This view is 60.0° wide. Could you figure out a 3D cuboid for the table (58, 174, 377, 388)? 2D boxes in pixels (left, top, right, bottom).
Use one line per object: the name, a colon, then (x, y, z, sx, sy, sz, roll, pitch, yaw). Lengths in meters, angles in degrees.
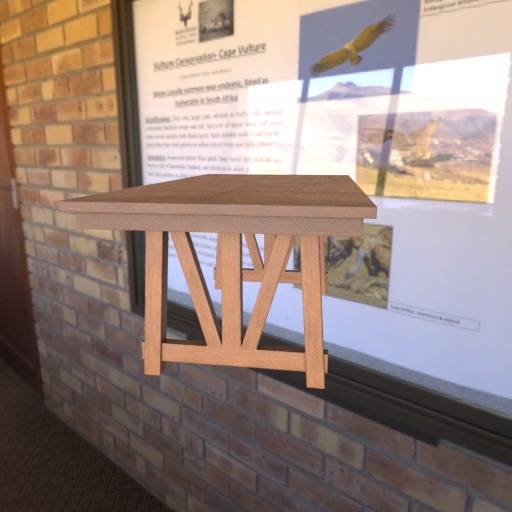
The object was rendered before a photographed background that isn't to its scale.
table: (0.000, 0.000, 2.366, 1.016, 0.768, 1.881, 2, 13, 9)
